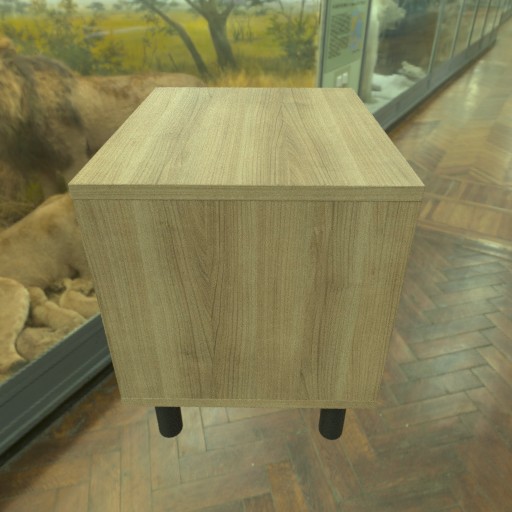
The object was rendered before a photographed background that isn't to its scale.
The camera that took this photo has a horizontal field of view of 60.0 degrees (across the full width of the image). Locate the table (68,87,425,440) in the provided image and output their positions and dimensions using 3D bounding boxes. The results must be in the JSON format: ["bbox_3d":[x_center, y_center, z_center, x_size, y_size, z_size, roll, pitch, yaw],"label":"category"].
[{"bbox_3d":[0.000,0.000,0.764,0.380,0.460,0.445,0,33,1],"label":"table"}]
